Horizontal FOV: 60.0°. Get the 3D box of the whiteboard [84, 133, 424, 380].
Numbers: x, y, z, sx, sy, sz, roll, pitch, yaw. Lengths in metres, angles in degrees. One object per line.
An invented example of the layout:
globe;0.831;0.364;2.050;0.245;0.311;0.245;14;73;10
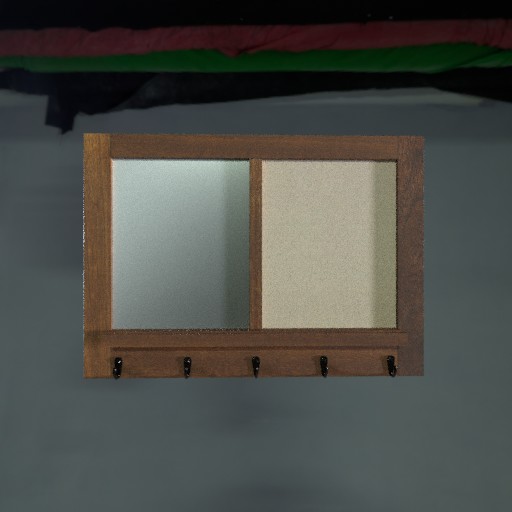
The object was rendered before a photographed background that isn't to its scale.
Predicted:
whiteboard;0.000;0.000;1.001;0.783;0.559;0.083;0;0;-2
